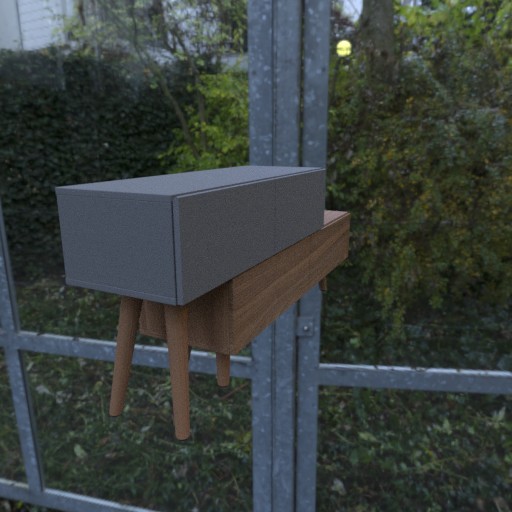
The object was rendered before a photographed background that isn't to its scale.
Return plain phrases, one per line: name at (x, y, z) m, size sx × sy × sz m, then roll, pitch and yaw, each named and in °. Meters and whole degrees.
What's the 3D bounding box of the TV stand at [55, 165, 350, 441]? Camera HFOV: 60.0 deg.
TV stand at (0.000, 0.000, 1.560) m, size 0.329 × 0.591 × 1.336 m, roll 7°, pitch 16°, yaw 25°
